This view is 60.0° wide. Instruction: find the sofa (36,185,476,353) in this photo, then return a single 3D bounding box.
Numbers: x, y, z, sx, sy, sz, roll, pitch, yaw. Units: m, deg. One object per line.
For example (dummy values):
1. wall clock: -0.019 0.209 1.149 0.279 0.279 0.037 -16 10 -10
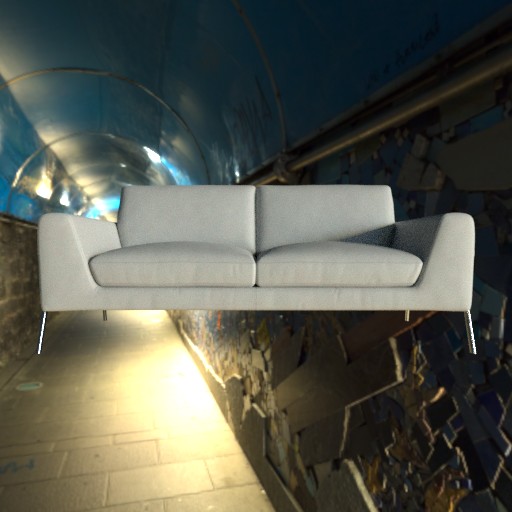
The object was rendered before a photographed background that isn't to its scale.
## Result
1. sofa: 0.000 0.000 2.478 2.017 0.875 0.953 0 1 0
